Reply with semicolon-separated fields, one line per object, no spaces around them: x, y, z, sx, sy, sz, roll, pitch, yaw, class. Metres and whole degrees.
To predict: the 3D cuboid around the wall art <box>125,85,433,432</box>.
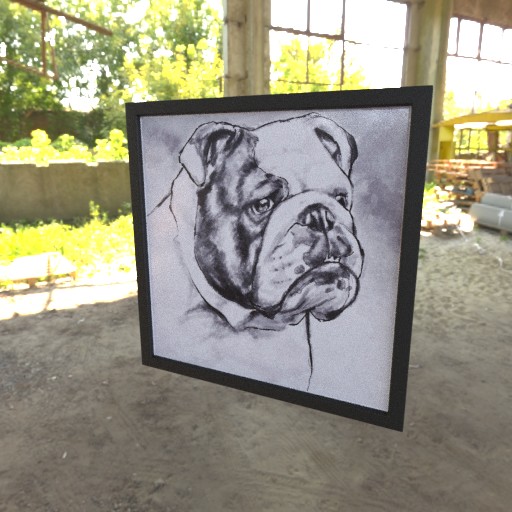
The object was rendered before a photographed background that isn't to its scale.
0.000;0.000;0.962;0.663;0.659;0.016;6;15;25;wall art
